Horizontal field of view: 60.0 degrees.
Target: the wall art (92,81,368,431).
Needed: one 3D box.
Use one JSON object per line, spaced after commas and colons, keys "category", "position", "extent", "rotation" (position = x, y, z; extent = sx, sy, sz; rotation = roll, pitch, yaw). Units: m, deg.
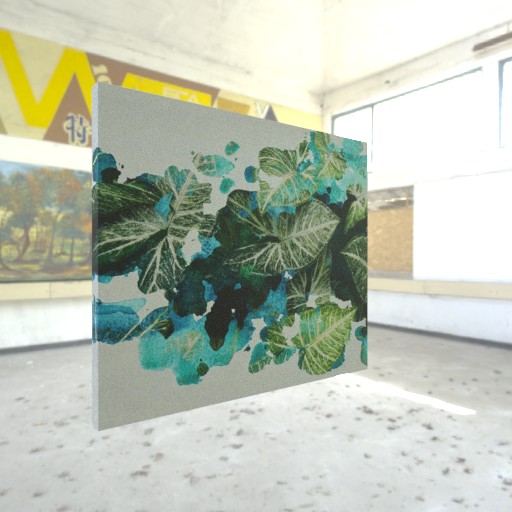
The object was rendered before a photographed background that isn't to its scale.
{"category": "wall art", "position": [0.000, 0.000, 0.998], "extent": [0.711, 0.610, 0.043], "rotation": [0, 0, -36]}
